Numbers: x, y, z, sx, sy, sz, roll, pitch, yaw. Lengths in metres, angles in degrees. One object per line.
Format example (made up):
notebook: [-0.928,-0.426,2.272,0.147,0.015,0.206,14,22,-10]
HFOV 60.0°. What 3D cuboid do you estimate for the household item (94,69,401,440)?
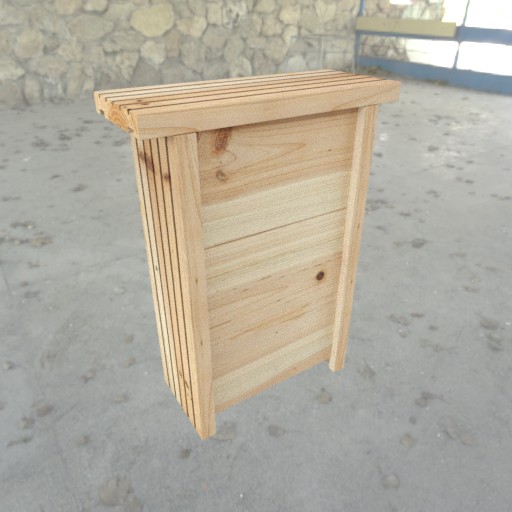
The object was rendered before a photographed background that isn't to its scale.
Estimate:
household item: [0.000,0.000,0.562,0.301,0.407,0.123,-18,34,-28]
